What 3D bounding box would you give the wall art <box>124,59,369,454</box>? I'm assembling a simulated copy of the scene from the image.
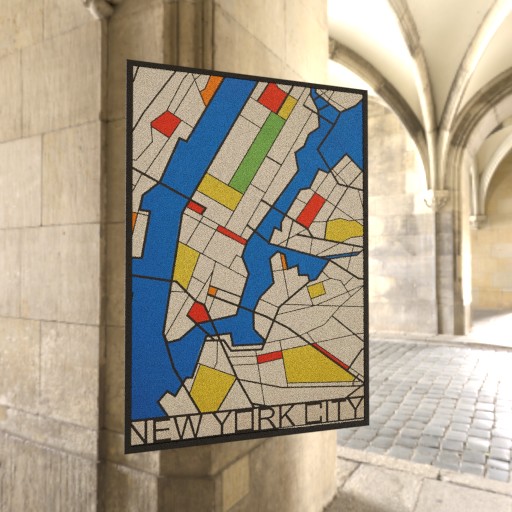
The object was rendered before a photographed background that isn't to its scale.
[{"bbox_3d":[0.000,0.000,0.808,0.457,0.657,0.013,0,-1,-17],"label":"wall art"}]
